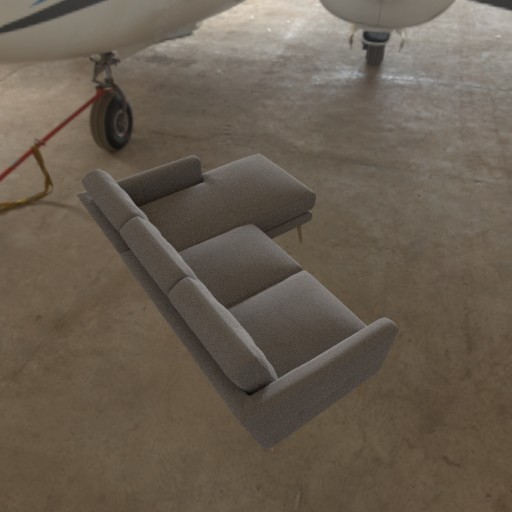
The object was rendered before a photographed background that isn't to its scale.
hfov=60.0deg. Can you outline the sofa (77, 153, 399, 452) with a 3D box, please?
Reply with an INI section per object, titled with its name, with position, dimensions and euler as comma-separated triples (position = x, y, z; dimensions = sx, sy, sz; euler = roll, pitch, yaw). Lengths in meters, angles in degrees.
[sofa]
position = 0.000, 0.000, 2.829
dimensions = 1.530, 0.860, 2.040
euler = -26, 48, -25
